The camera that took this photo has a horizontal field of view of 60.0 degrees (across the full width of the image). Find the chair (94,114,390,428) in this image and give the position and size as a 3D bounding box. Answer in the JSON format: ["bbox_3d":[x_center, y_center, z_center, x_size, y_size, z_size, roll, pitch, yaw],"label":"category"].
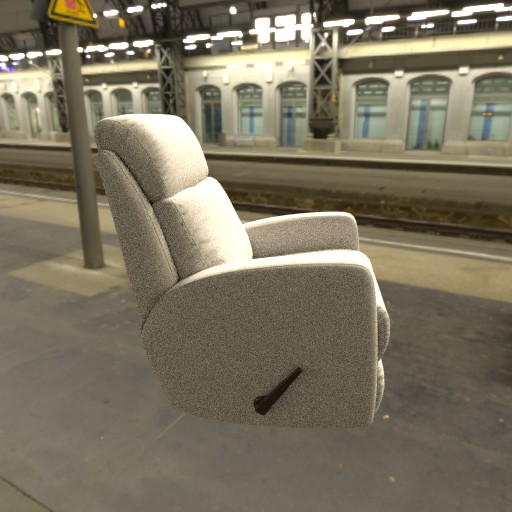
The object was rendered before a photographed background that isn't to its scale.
[{"bbox_3d":[0.000,0.000,1.665,0.941,1.015,0.812,2,17,8],"label":"chair"}]
